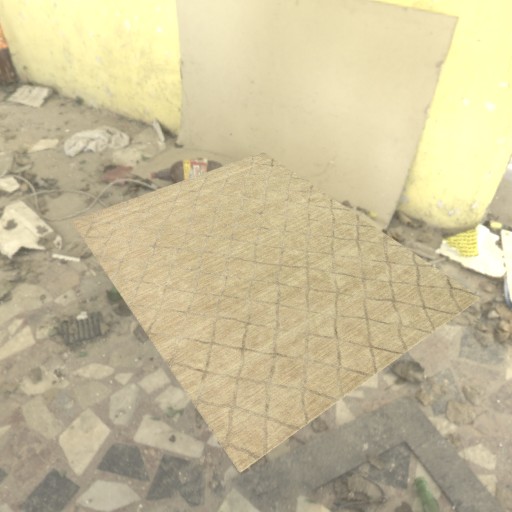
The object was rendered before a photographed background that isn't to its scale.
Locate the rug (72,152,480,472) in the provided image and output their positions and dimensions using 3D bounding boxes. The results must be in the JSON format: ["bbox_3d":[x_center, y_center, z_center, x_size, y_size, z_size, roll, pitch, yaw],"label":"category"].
[{"bbox_3d":[0.000,0.000,4.094,2.420,0.019,3.038,-26,48,-26],"label":"rug"}]
